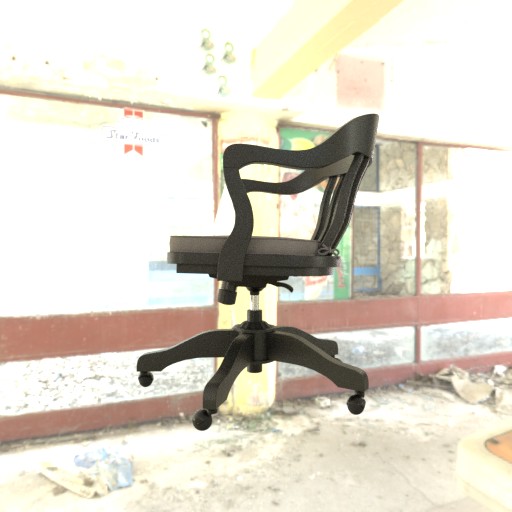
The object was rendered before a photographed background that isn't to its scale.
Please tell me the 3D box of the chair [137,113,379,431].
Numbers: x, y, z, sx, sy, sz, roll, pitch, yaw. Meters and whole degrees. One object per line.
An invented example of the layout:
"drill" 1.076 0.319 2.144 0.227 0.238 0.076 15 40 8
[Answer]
"chair" 0.000 0.000 1.466 0.788 0.878 0.750 0 1 -1
